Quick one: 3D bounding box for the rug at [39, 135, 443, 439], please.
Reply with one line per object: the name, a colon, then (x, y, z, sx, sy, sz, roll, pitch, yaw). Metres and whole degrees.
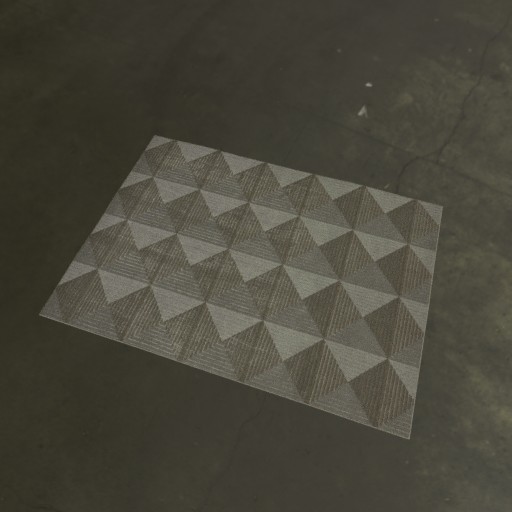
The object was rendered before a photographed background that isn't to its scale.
rug: (0.000, 0.000, 4.335, 3.333, 0.027, 2.428, 16, 60, 10)
